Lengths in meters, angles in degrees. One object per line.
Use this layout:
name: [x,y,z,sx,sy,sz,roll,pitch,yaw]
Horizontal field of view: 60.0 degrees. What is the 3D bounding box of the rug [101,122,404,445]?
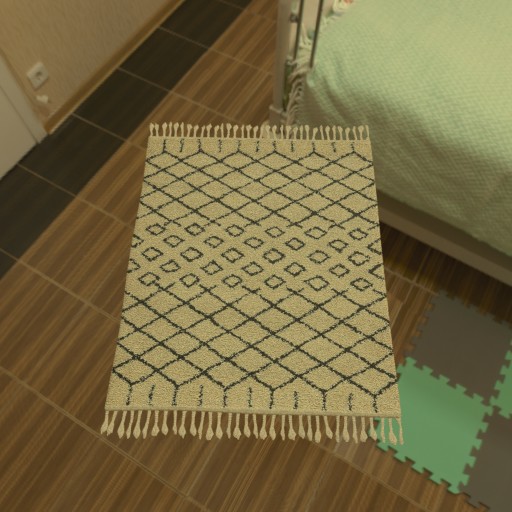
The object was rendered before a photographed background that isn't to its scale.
rug: [0.000,0.000,4.153,2.388,0.030,3.213,1,64,1]
